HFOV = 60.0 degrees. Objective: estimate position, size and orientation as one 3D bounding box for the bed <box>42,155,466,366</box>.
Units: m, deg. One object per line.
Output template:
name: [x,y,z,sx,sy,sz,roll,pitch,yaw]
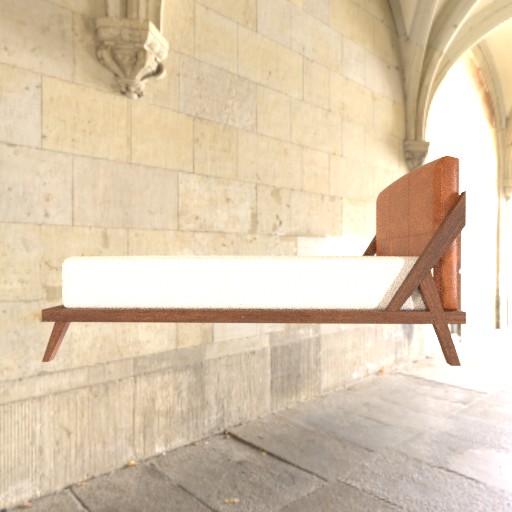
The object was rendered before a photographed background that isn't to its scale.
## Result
bed: [0.000,0.000,3.232,2.311,1.168,1.651,0,0,2]
